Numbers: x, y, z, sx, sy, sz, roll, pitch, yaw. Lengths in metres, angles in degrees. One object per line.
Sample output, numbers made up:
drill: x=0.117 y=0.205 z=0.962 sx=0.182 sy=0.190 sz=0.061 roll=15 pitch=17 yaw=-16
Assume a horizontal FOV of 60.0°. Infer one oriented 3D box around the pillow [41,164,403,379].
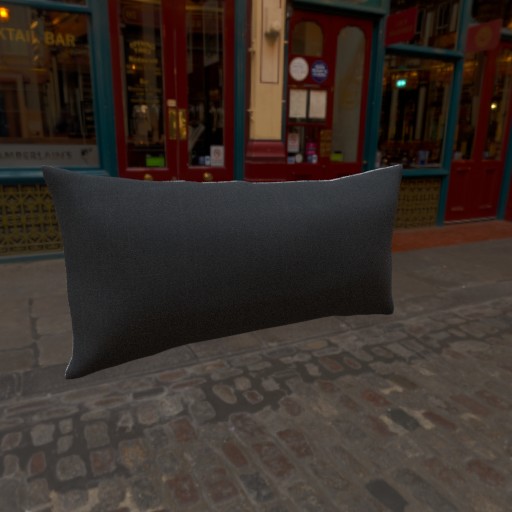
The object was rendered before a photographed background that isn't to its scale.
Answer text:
pillow: x=0.000 y=0.000 z=0.729 sx=0.609 sy=0.305 sz=0.151 roll=-7 pitch=16 yaw=-25
